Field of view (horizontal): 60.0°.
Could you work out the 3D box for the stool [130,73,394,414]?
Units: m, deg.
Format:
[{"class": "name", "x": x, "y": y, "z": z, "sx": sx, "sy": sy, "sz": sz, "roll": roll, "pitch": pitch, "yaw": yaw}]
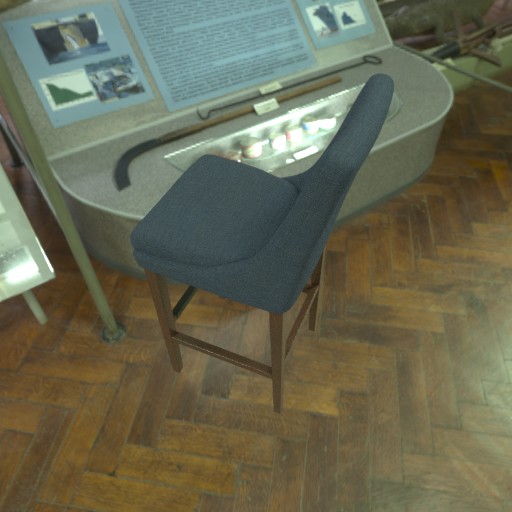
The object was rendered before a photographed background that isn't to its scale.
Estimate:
[{"class": "stool", "x": 0.000, "y": 0.000, "z": 1.378, "sx": 0.577, "sy": 1.078, "sz": 0.470, "roll": 17, "pitch": 48, "yaw": 16}]
